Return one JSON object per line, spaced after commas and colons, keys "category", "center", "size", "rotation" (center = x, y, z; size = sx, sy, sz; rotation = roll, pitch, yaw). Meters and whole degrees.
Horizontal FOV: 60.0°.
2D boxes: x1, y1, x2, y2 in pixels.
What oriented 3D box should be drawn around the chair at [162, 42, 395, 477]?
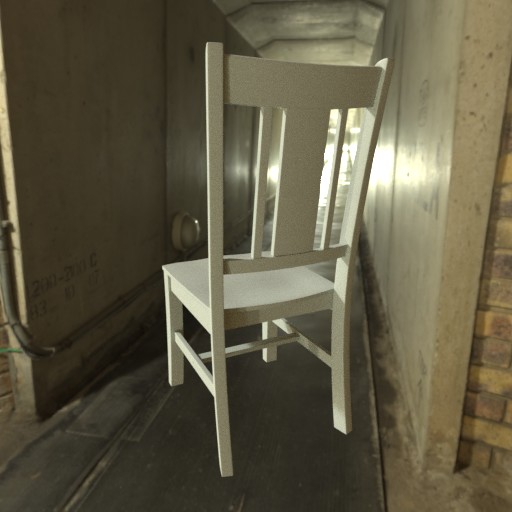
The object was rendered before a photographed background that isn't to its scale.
{"category": "chair", "center": [0.000, 0.000, 1.259], "size": [0.450, 0.998, 0.555], "rotation": [-8, 18, -25]}
